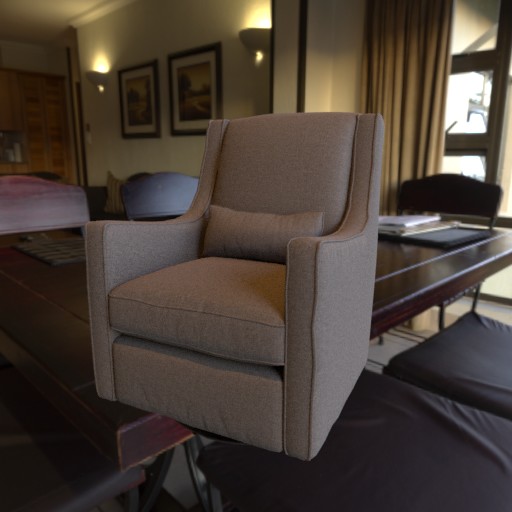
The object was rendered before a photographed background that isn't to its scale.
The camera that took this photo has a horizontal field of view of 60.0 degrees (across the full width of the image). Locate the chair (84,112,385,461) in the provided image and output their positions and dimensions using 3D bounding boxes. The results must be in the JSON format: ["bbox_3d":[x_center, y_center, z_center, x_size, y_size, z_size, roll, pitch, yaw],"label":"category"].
[{"bbox_3d":[0.000,0.000,1.522,0.732,0.993,0.879,6,14,25],"label":"chair"}]
